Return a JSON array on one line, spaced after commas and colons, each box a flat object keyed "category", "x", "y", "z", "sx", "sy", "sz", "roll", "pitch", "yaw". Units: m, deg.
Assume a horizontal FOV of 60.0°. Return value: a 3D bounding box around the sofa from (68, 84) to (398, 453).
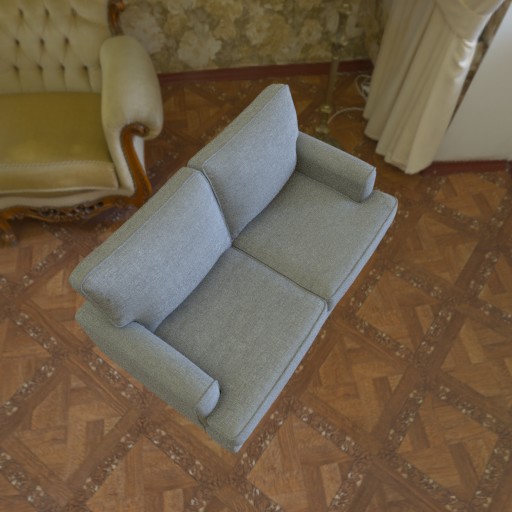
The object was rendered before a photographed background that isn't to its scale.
[{"category": "sofa", "x": 0.000, "y": 0.000, "z": 2.344, "sx": 0.965, "sy": 0.965, "sz": 1.651, "roll": 31, "pitch": 63, "yaw": 18}]
